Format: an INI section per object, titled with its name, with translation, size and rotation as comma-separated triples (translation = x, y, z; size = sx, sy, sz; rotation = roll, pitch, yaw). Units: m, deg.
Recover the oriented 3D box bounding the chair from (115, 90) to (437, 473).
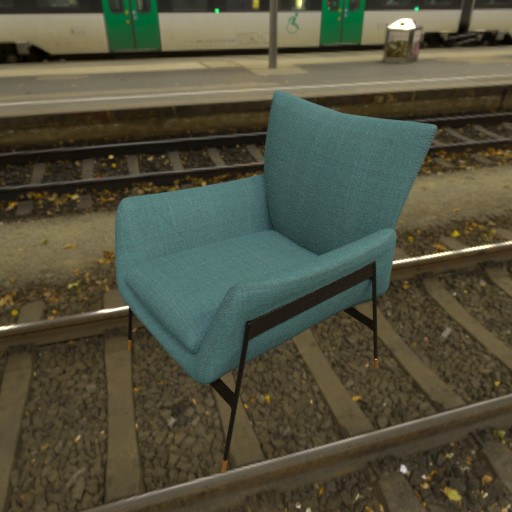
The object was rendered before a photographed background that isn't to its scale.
[chair]
translation = 0.000, 0.000, 1.436
size = 0.769, 0.859, 0.678
rotation = -21, 37, -32
